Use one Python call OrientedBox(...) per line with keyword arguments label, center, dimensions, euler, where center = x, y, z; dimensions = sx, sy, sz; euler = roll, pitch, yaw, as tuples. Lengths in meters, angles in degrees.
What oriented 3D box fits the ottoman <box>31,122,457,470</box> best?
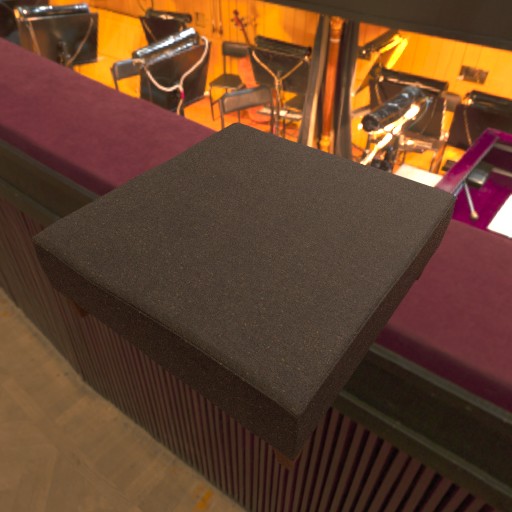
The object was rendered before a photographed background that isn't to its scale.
OrientedBox(label="ottoman", center=(0.000, 0.000, 1.522), dimensions=(0.968, 0.382, 1.004), euler=(27, 48, 27))
